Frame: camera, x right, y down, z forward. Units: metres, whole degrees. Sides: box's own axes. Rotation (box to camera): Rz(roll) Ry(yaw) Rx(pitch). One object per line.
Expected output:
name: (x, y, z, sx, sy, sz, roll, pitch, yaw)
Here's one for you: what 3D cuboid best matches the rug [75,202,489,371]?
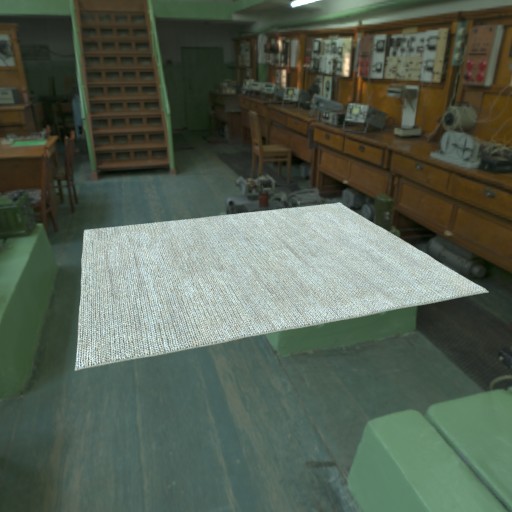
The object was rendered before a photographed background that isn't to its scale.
rug: (0.000, 0.000, 4.087, 3.052, 0.030, 2.429, -8, 25, -17)
